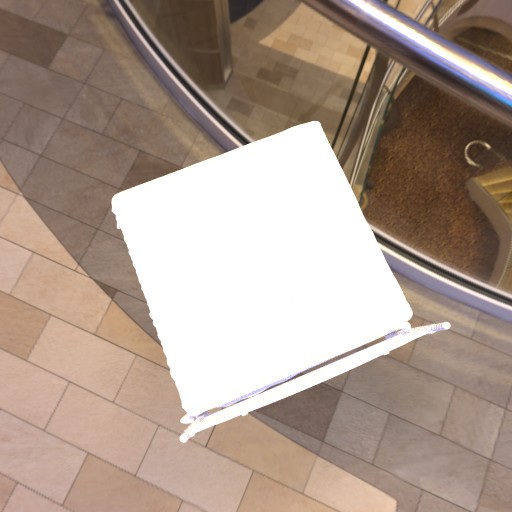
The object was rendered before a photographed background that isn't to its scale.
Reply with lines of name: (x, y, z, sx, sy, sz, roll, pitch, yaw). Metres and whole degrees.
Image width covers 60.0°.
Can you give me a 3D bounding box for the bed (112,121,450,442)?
bed: (0.000, 0.000, 3.739, 2.322, 1.355, 2.219, -22, 77, -5)
